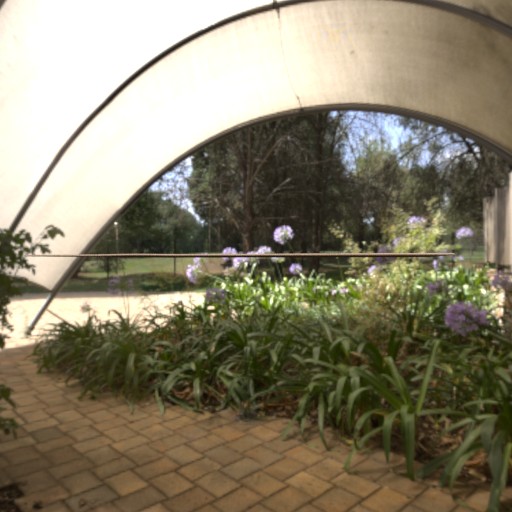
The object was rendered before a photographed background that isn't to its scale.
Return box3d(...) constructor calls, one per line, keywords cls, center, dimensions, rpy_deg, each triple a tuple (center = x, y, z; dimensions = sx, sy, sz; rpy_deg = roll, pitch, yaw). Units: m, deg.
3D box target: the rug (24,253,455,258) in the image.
box3d(cls="rug", center=(0.000, 0.000, 4.403), dimensions=(3.357, 0.019, 2.449), rpy_deg=(0, -1, 17))
